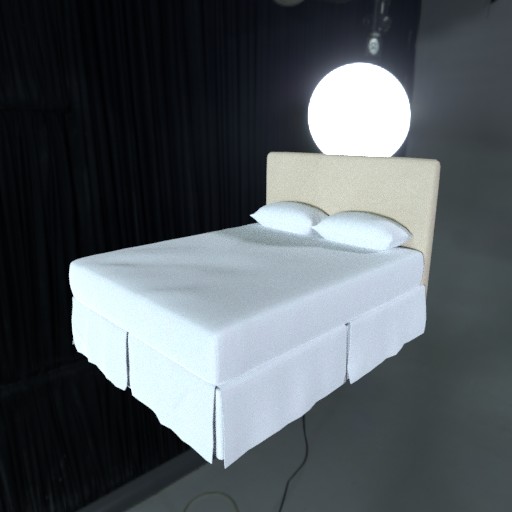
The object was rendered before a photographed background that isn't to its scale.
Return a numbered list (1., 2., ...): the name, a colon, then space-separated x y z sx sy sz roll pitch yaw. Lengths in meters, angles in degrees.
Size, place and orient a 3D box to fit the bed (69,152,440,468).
1. bed: 0.000 0.000 3.135 2.142 1.330 1.723 -15 22 -42
